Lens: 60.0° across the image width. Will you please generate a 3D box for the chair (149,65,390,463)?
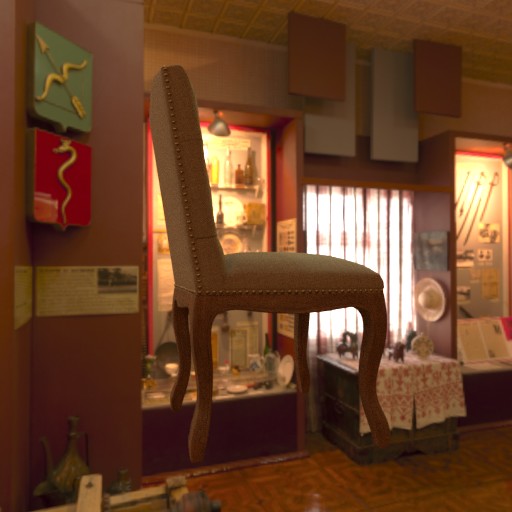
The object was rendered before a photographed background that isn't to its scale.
[{"bbox_3d":[0.000,0.000,1.584,0.731,1.191,0.637,0,-1,-18],"label":"chair"}]
